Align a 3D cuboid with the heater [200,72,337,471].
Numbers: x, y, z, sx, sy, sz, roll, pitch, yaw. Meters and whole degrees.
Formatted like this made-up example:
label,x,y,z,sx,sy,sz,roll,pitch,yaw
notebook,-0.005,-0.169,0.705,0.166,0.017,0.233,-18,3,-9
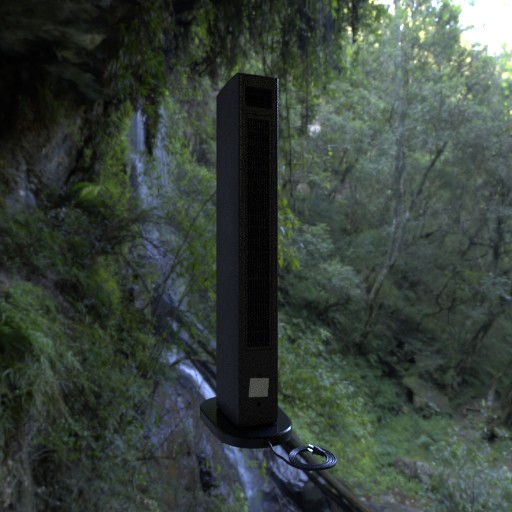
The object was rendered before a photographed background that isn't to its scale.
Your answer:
label,x,y,z,sx,sy,sz,roll,pitch,yaw
heater,0.000,0.000,1.062,0.214,0.856,0.458,0,0,-19
